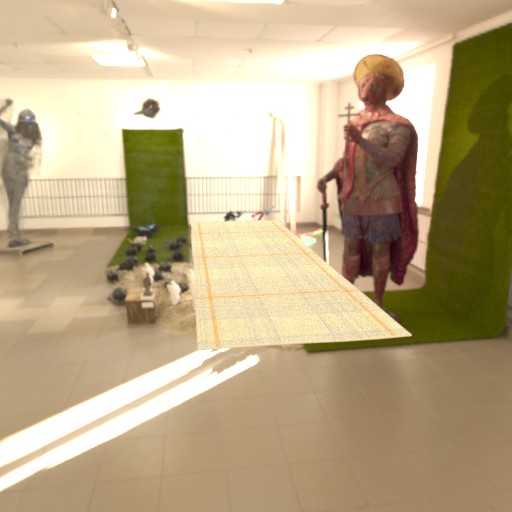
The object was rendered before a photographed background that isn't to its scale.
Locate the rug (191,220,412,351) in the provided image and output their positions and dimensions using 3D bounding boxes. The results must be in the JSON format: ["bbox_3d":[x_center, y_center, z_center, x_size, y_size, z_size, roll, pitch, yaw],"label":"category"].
[{"bbox_3d":[0.000,0.000,2.710,0.770,0.016,2.442,-2,15,-8],"label":"rug"}]
